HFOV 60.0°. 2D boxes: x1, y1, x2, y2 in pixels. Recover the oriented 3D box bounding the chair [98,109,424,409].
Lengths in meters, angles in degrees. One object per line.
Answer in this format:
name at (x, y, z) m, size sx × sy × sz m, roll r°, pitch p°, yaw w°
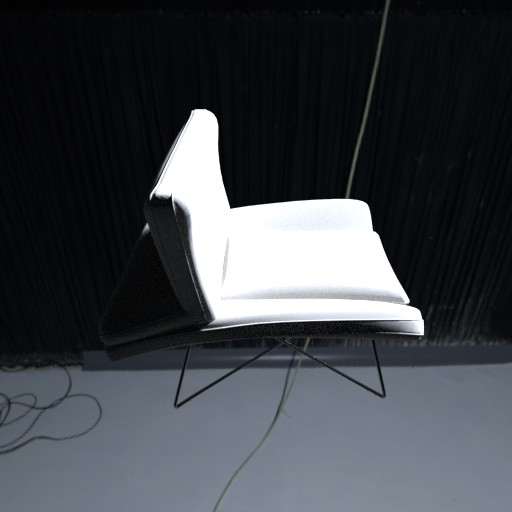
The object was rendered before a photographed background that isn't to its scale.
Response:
chair at (0.000, 0.000, 1.625) m, size 1.008 × 0.855 × 0.859 m, roll 0°, pitch 32°, yaw 0°
